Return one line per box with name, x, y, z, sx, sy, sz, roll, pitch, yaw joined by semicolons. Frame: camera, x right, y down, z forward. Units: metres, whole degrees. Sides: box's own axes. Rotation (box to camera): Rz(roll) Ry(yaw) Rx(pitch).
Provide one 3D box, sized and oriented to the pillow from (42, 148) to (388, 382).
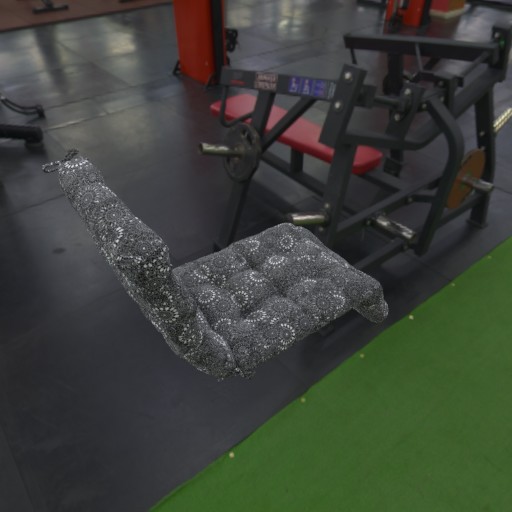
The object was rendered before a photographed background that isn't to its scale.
pillow;0.000;0.000;1.479;1.016;0.863;0.526;-26;47;-27
